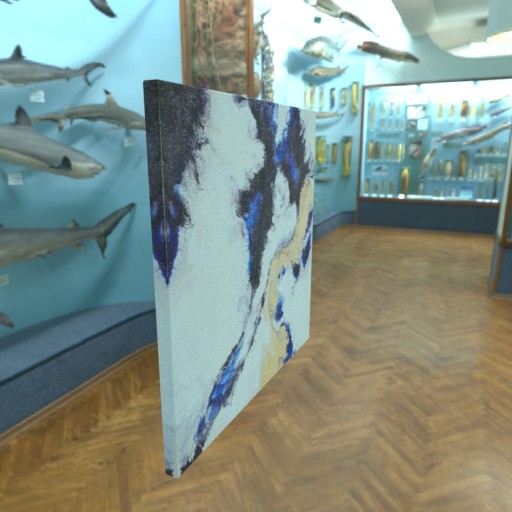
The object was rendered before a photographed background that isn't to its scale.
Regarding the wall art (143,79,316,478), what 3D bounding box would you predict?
[{"bbox_3d":[0.000,0.000,1.329,0.038,0.885,0.887,7,16,26],"label":"wall art"}]
